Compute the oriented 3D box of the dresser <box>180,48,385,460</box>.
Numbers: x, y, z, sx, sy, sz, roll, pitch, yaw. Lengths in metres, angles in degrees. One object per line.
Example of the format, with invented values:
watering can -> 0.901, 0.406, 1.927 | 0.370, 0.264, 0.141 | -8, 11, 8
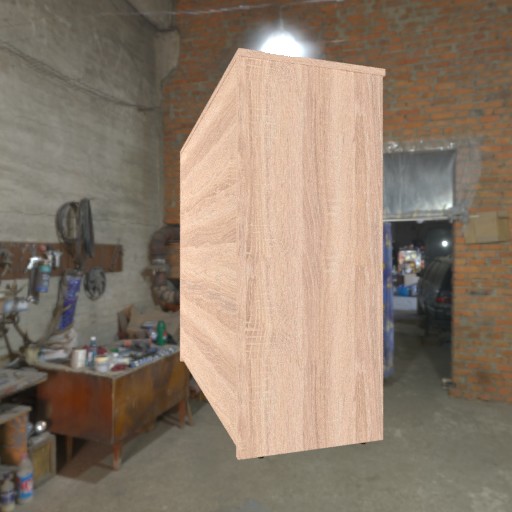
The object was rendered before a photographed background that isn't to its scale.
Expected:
dresser -> 0.000, 0.000, 1.486 | 0.380, 0.900, 0.980 | 0, 0, -17
